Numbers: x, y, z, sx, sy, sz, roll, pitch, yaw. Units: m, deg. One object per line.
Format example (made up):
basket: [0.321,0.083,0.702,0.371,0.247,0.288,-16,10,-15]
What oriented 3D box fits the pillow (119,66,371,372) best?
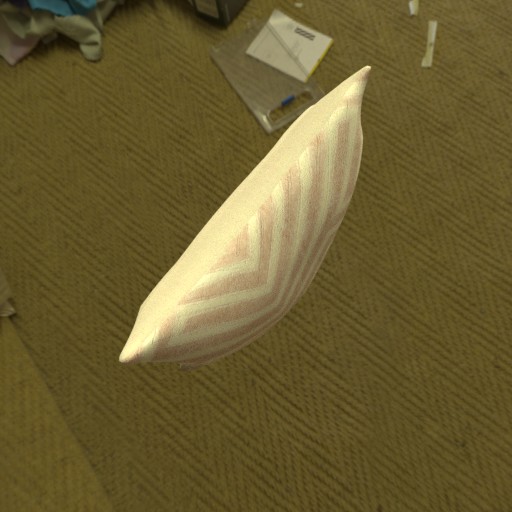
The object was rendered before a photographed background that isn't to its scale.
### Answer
pillow: [0.000,0.000,0.676,0.182,0.441,0.440,37,78,9]
